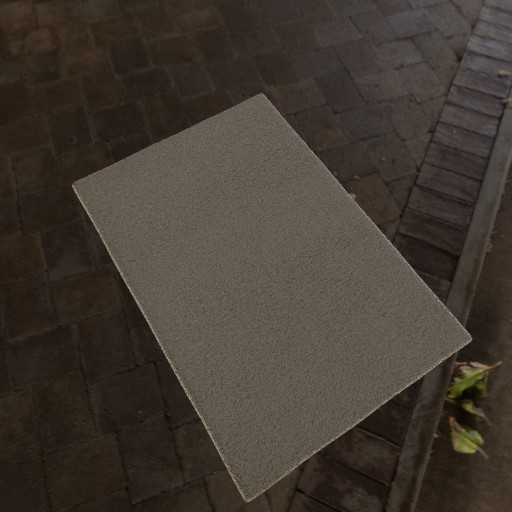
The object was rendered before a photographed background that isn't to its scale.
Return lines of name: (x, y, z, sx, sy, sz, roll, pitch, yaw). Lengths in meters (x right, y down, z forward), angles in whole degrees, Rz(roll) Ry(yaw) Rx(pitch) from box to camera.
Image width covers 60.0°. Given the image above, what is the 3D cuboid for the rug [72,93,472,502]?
rug: (0.000, 0.000, 2.202, 1.219, 0.030, 1.778, -30, 68, -13)
